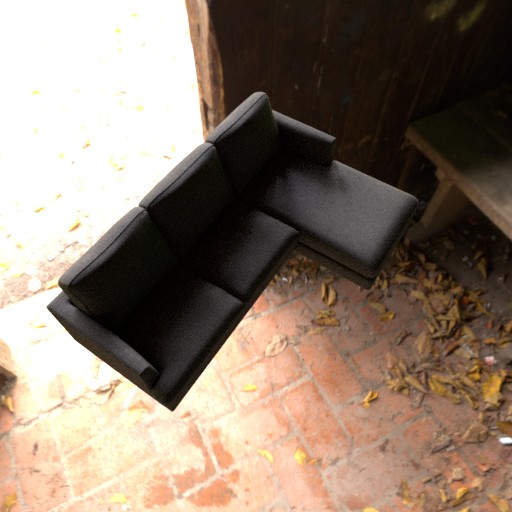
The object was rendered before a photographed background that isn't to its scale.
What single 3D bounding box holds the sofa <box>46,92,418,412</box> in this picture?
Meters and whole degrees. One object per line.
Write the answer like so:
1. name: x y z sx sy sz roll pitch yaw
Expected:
1. sofa: 0.000 0.000 3.047 1.504 0.956 2.233 29 62 18
